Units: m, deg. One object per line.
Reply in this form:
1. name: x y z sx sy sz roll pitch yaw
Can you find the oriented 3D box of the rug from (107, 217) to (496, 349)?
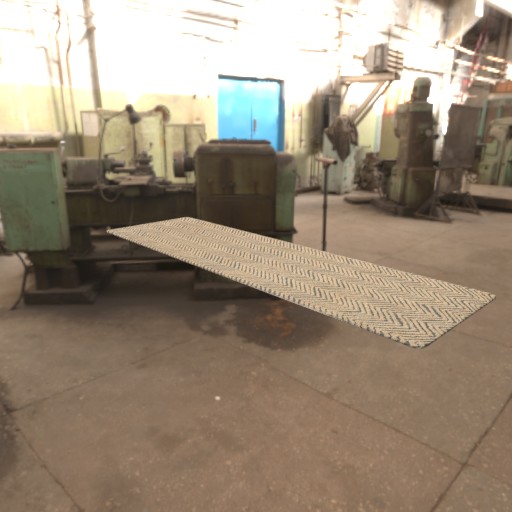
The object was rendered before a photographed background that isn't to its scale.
1. rug: 0.000 0.000 2.461 0.686 0.008 2.286 -15 22 -41
